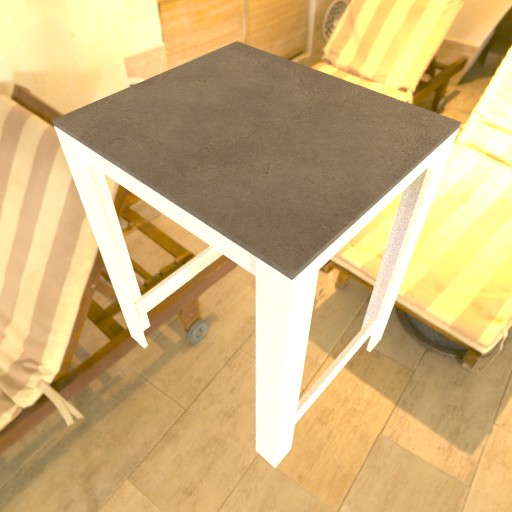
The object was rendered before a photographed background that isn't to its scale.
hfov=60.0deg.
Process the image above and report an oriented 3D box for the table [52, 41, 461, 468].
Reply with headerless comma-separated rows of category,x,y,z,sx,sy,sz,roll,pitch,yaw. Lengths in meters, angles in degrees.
table,0.000,0.000,1.520,0.800,1.020,0.700,33,55,27
